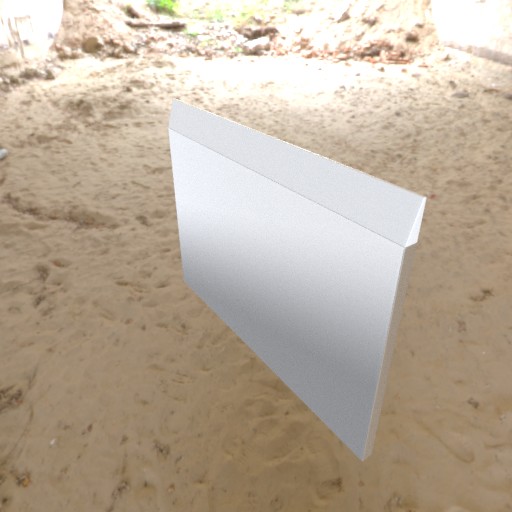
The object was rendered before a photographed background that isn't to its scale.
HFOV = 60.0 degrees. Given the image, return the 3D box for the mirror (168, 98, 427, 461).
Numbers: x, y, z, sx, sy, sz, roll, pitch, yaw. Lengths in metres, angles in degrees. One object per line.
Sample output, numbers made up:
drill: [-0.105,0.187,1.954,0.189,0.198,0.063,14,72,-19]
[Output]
mirror: [0.000,0.000,1.137,0.030,0.630,0.870,-20,36,-29]
